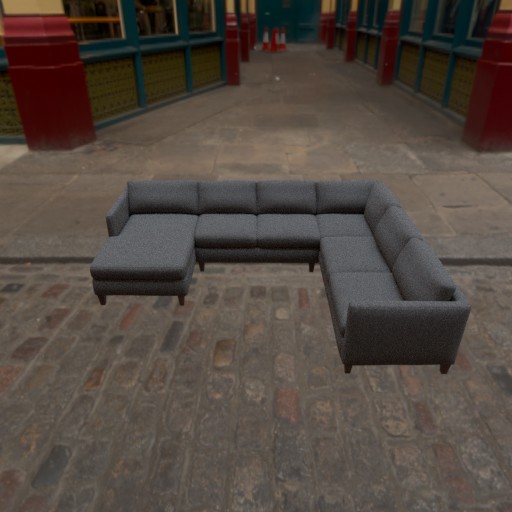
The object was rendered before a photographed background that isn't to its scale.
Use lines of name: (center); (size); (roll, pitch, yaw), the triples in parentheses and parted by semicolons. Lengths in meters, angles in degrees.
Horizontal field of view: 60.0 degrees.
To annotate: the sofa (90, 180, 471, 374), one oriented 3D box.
sofa: (0.000, 0.000, 4.484); (3.238, 0.853, 2.551); (0, 29, 0)
